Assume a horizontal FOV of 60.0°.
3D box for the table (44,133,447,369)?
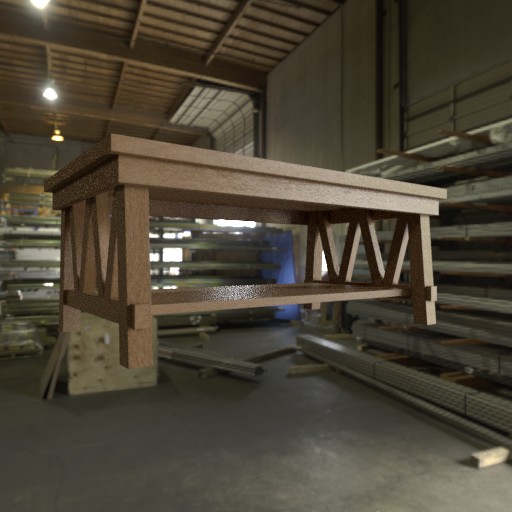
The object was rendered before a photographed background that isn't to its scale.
[{"bbox_3d":[0.000,0.000,1.593,1.270,0.507,0.711,0,-1,-36],"label":"table"}]
